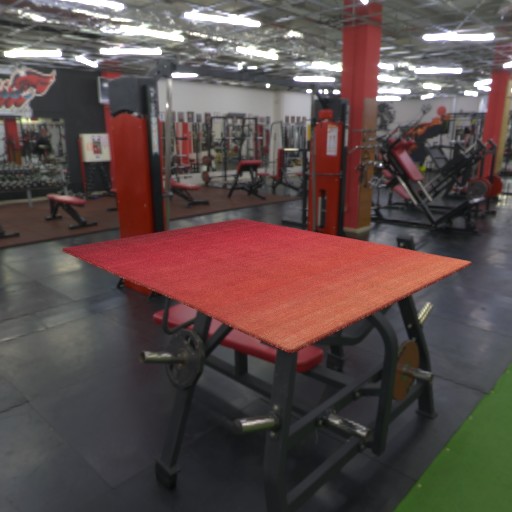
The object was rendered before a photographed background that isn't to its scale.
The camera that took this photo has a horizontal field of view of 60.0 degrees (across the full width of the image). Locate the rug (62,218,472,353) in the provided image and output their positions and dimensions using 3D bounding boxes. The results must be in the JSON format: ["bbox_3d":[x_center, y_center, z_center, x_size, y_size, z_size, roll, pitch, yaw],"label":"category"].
[{"bbox_3d":[0.000,0.000,3.984,2.340,0.028,2.905,-14,21,-42],"label":"rug"}]
